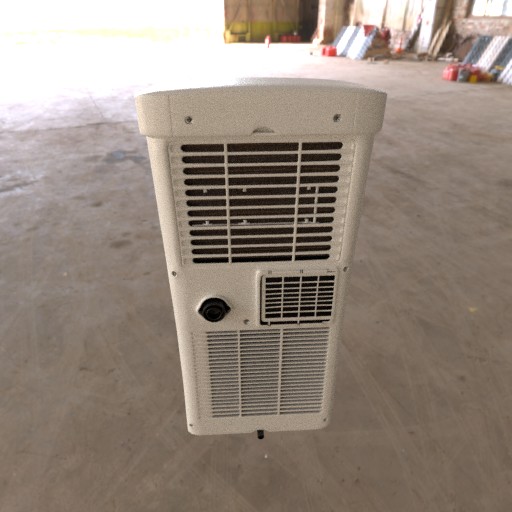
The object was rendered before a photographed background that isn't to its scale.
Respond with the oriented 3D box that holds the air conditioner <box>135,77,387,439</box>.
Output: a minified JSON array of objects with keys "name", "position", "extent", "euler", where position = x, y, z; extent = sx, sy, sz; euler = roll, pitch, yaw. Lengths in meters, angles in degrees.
[{"name":"air conditioner","position":[0.000,0.000,0.915],"extent":[0.352,0.716,0.369],"euler":[-2,30,-3]}]
